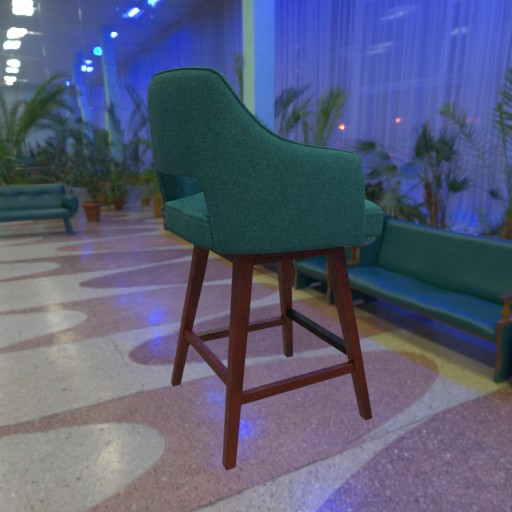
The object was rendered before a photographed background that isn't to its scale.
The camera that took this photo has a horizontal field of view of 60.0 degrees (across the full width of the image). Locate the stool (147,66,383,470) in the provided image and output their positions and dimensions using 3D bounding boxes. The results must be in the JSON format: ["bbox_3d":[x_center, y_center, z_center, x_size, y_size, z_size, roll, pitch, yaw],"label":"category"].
[{"bbox_3d":[0.000,0.000,1.289,0.556,0.961,0.548,-7,16,-26],"label":"stool"}]
